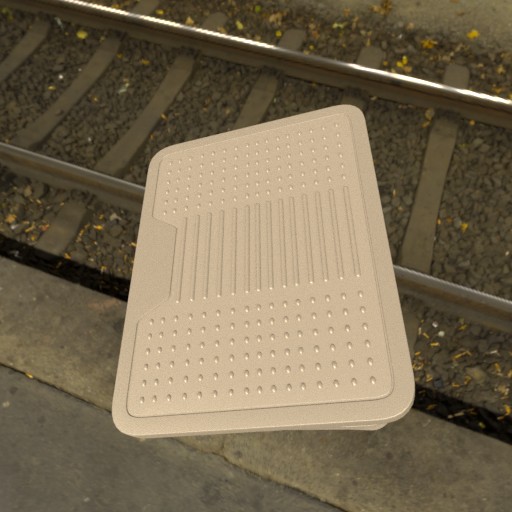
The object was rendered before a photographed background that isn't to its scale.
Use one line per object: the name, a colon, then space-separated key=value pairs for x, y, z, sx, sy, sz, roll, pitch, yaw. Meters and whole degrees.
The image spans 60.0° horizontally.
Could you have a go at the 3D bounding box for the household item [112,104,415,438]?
household item: x=0.000 y=0.000 z=0.520 sx=0.301 sy=0.126 sz=0.390 roll=0 pitch=59 yaw=0
